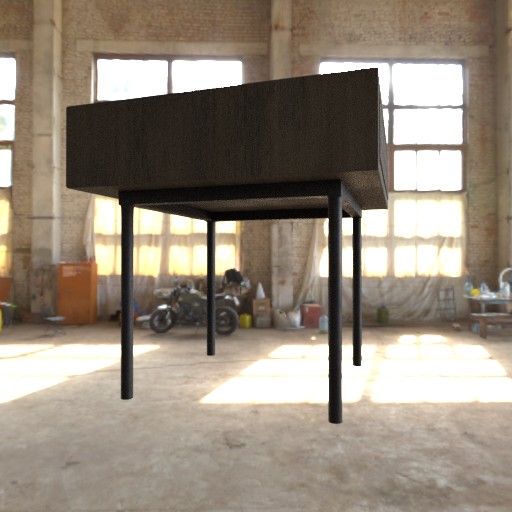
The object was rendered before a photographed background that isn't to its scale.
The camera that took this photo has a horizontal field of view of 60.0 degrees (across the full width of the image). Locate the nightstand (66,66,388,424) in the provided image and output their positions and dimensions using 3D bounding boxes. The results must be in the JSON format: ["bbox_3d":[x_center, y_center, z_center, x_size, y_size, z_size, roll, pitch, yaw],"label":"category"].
[{"bbox_3d":[0.000,0.000,0.896,0.503,0.497,0.502,0,0,18],"label":"nightstand"}]
